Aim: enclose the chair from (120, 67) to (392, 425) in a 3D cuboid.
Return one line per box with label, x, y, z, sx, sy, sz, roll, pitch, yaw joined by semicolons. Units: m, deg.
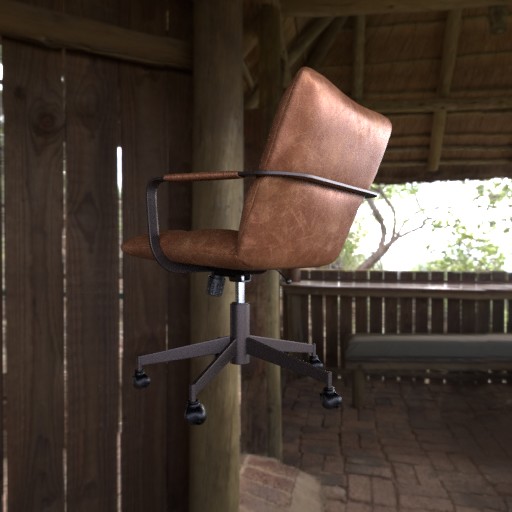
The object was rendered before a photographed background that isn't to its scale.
chair;0.000;0.000;1.489;0.754;0.922;0.727;0;1;37
